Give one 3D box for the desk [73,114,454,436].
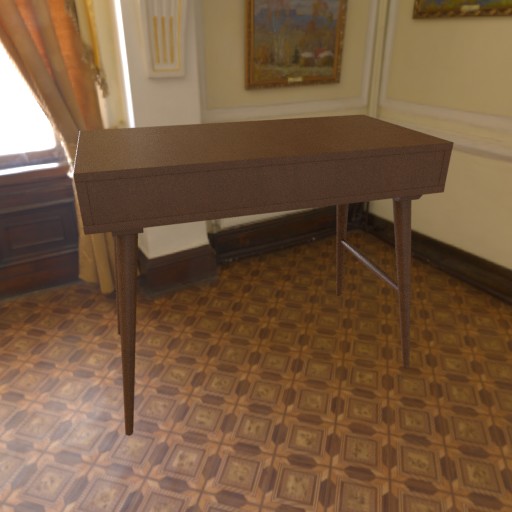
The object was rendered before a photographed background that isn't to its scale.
[{"bbox_3d":[0.000,0.000,1.420,0.949,0.758,0.510,-8,28,-16],"label":"desk"}]
